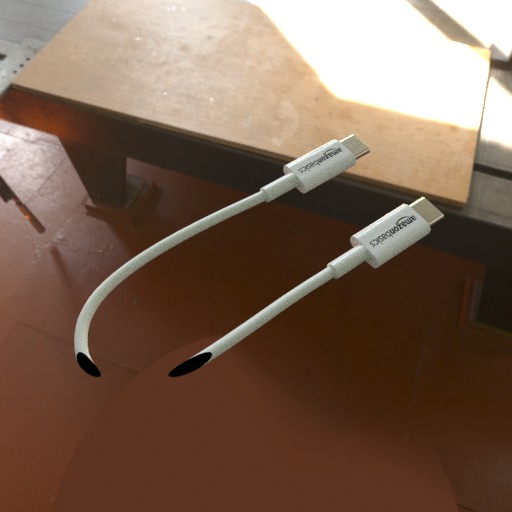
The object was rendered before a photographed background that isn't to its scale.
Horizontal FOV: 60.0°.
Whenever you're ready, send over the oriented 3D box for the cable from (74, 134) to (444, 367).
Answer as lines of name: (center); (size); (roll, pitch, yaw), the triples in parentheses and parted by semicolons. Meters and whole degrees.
cable: (0.000, 0.000, 0.115); (0.098, 0.005, 0.041); (-31, 64, -17)
